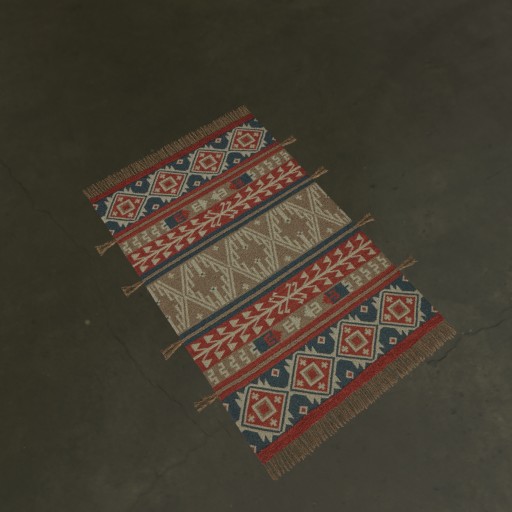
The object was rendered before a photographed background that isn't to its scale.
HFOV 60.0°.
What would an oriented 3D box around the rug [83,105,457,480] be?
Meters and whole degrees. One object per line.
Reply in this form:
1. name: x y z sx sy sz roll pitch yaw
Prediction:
1. rug: 0.000 0.000 3.112 1.778 0.048 2.450 -33 68 -15
